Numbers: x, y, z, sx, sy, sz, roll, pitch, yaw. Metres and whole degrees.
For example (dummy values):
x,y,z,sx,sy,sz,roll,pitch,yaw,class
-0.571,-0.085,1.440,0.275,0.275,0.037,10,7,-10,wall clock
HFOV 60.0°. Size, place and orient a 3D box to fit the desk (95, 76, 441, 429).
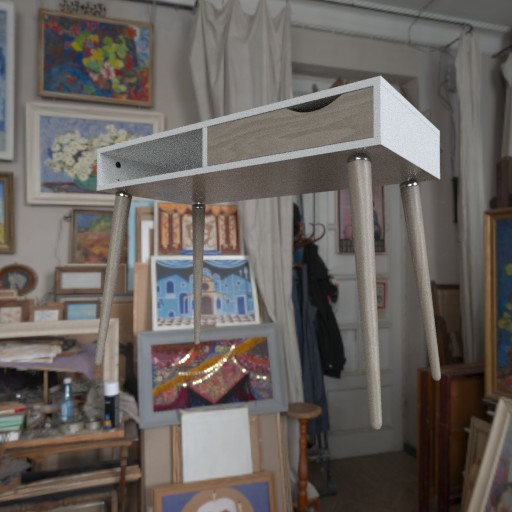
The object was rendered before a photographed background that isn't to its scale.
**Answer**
x,y,z,sx,sy,sz,roll,pitch,yaw,class
0.000,0.000,1.381,0.979,0.723,0.491,-1,-1,36,desk
